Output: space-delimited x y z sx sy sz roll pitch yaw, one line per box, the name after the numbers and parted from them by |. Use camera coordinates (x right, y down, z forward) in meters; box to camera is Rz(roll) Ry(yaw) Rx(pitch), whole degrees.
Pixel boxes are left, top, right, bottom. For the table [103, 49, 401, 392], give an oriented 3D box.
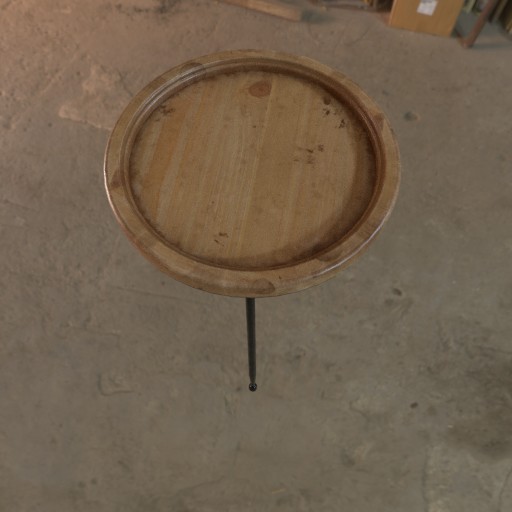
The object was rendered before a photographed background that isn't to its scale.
0.000 0.000 0.909 0.418 0.664 0.414 -15 65 -7 | table
